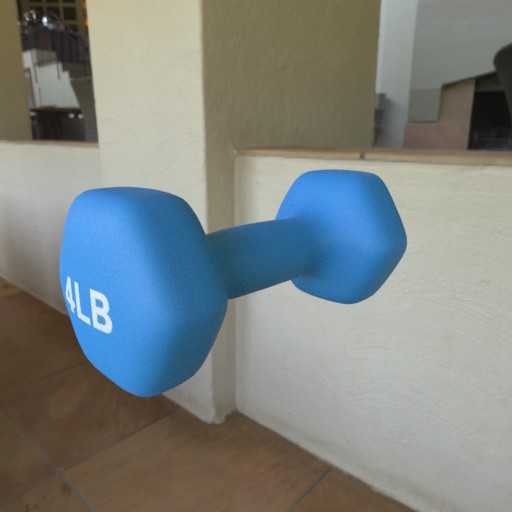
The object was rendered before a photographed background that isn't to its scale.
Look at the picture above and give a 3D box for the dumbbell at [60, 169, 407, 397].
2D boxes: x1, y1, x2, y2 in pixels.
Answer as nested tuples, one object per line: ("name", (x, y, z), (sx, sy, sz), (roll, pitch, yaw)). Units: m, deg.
("dumbbell", (0.000, 0.000, 0.190), (0.152, 0.066, 0.074), (-14, 21, -42))
